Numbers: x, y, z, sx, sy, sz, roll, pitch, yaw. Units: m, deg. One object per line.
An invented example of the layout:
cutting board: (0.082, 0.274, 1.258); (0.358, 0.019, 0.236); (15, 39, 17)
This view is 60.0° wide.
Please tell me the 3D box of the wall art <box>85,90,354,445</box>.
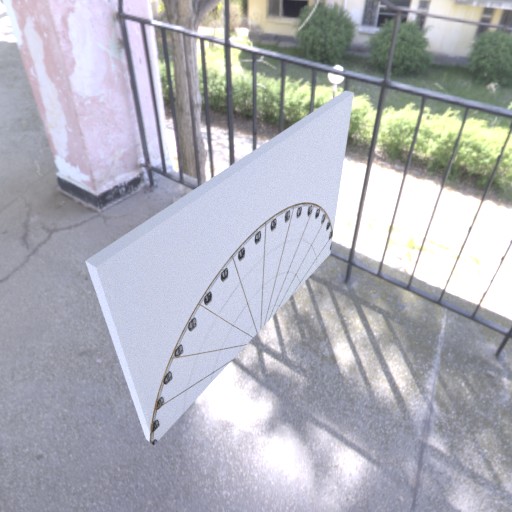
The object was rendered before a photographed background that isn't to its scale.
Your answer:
wall art: (0.000, 0.000, 1.503); (0.038, 0.767, 1.144); (26, 47, 26)
